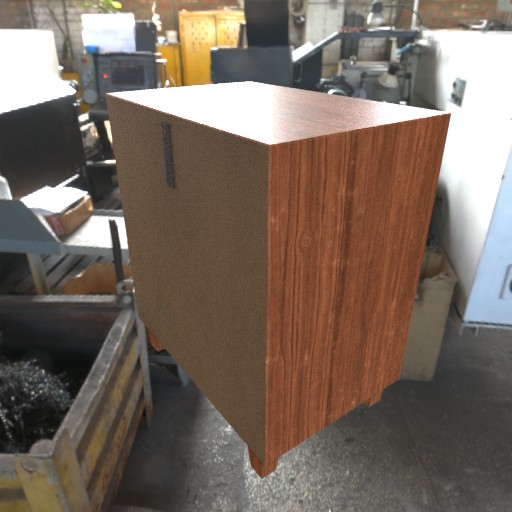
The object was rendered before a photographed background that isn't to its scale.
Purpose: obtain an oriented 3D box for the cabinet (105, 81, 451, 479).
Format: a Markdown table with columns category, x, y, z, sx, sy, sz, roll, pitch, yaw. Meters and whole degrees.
| category | x | y | z | sx | sy | sz | roll | pitch | yaw |
| --- | --- | --- | --- | --- | --- | --- | --- | --- | --- |
| cabinet | 0.000 | 0.000 | 1.047 | 0.410 | 0.695 | 0.607 | -19 | 33 | -32 |
